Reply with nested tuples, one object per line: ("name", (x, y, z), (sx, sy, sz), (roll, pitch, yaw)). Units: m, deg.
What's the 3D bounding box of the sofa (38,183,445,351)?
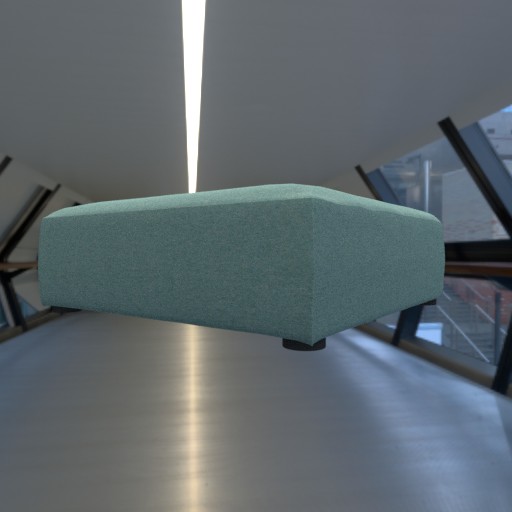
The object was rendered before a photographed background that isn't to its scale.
("sofa", (0.000, 0.000, 1.422), (0.930, 0.330, 0.930), (1, 1, 36))
